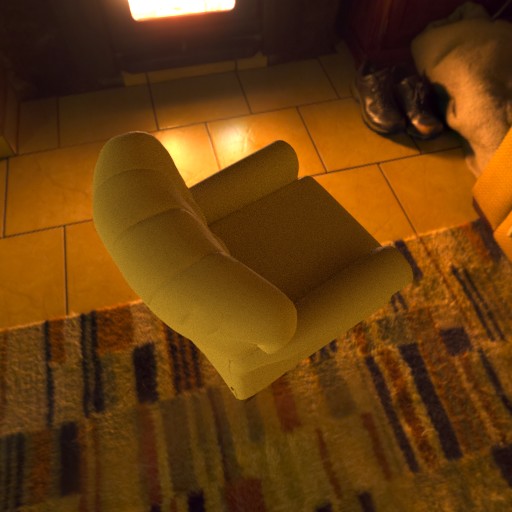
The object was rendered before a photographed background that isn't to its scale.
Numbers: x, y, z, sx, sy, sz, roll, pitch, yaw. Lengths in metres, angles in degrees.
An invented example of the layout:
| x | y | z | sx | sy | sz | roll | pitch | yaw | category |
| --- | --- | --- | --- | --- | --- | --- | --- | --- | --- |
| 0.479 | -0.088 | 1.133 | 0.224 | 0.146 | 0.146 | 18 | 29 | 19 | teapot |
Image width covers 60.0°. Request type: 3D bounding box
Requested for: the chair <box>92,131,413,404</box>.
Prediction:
| x | y | z | sx | sy | sz | roll | pitch | yaw | category |
| --- | --- | --- | --- | --- | --- | --- | --- | --- | --- |
| 0.000 | 0.000 | 2.022 | 1.132 | 1.169 | 1.035 | -30 | 62 | -18 | chair |
